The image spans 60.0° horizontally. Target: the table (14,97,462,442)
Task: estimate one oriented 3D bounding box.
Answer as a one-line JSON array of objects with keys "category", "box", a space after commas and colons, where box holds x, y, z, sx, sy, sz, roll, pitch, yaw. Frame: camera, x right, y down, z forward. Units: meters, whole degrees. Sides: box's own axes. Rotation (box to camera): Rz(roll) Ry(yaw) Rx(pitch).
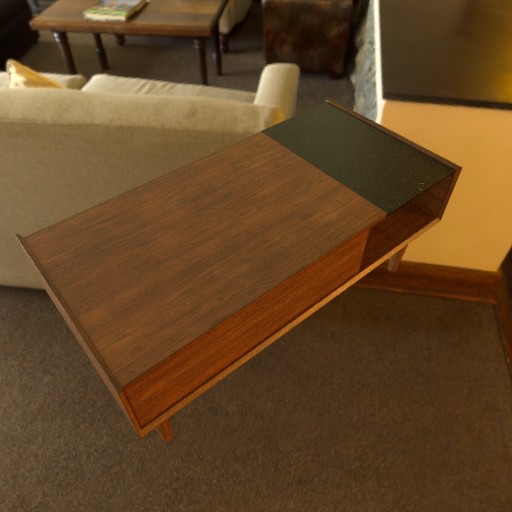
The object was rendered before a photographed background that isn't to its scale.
[{"category": "table", "box": [0.000, 0.000, 1.508, 1.221, 0.508, 0.610, -31, 54, -26]}]
